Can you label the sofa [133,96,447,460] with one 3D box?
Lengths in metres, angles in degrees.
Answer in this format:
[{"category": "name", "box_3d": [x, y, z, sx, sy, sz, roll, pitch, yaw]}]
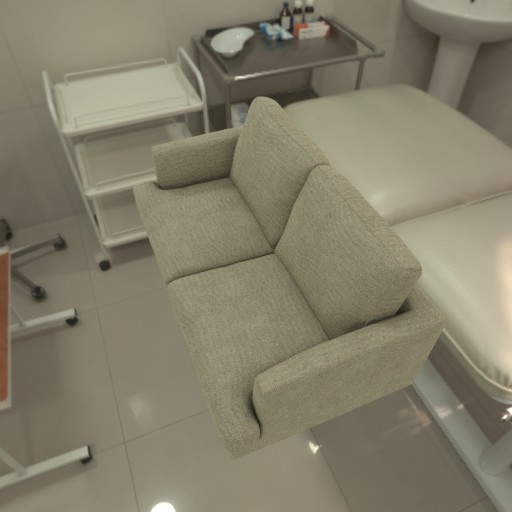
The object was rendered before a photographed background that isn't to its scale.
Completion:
[{"category": "sofa", "box_3d": [0.000, 0.000, 2.157, 0.903, 0.944, 1.582, -17, 50, -15]}]
